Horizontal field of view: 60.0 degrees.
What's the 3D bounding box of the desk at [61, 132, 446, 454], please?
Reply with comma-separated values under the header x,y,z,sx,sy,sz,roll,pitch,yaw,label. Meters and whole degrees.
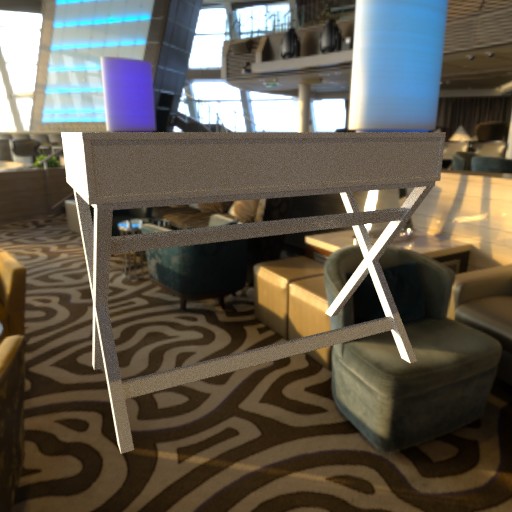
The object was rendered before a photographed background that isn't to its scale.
x,y,z,sx,sy,sz,roll,pitch,yaw,label
0.000,0.000,1.454,1.059,0.780,0.509,-8,17,-26,desk
